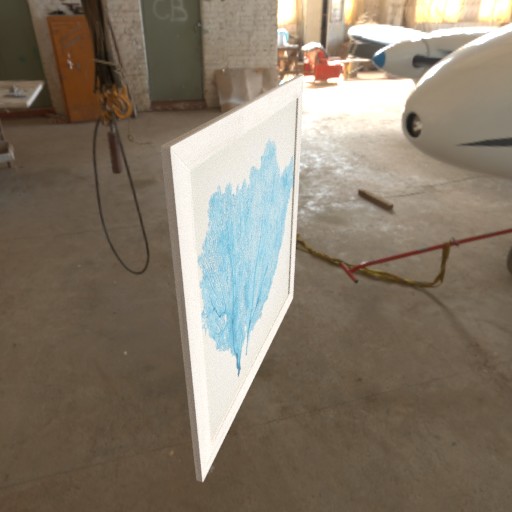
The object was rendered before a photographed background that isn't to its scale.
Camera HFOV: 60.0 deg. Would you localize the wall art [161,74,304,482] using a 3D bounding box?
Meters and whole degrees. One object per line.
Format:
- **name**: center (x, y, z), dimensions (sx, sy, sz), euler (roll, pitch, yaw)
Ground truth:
- **wall art**: center (0.000, 0.000, 0.859), dimensions (0.013, 0.584, 0.584), euler (10, 31, 17)
